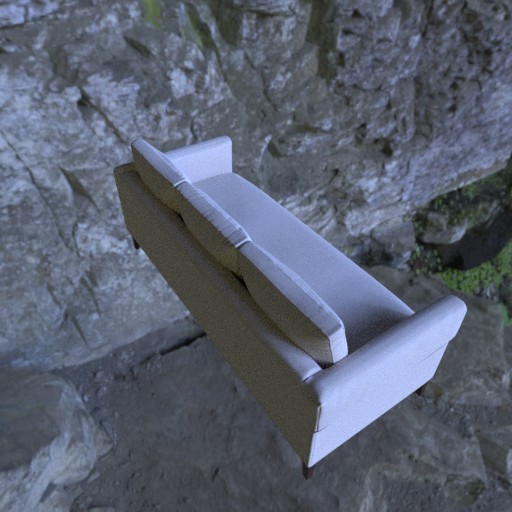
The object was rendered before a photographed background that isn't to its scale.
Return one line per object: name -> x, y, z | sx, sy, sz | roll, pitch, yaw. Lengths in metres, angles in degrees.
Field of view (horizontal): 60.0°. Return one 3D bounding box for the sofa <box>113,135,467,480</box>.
sofa -> 0.000, 0.000, 2.669 | 0.902, 0.911, 2.198 | -24, 46, -25
